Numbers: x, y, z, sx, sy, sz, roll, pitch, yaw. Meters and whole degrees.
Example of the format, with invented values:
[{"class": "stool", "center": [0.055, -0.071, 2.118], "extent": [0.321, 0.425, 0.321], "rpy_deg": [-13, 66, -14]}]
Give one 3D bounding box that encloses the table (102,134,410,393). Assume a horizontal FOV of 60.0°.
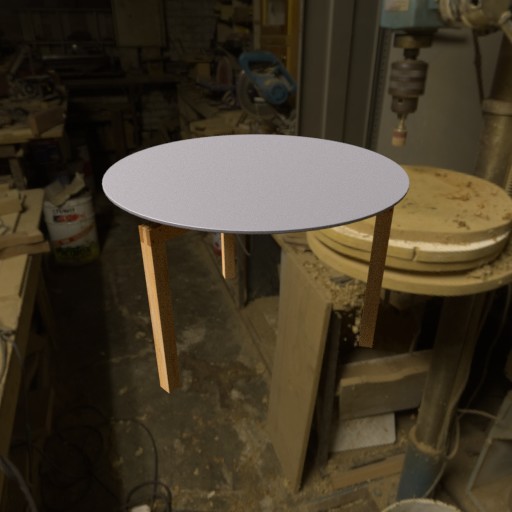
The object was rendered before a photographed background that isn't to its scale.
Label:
[{"class": "table", "center": [0.000, 0.000, 1.000], "extent": [0.600, 0.405, 0.600], "rpy_deg": [0, 28, 0]}]
